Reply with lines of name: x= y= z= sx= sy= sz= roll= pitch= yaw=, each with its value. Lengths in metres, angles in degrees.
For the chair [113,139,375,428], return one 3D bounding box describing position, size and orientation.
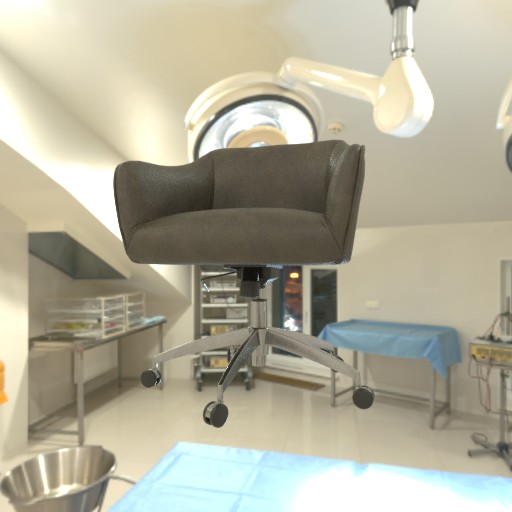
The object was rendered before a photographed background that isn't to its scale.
chair: x=0.000 y=0.000 z=1.373 sx=0.713 sy=0.827 sz=0.689 roll=0 pitch=0 yaw=17
